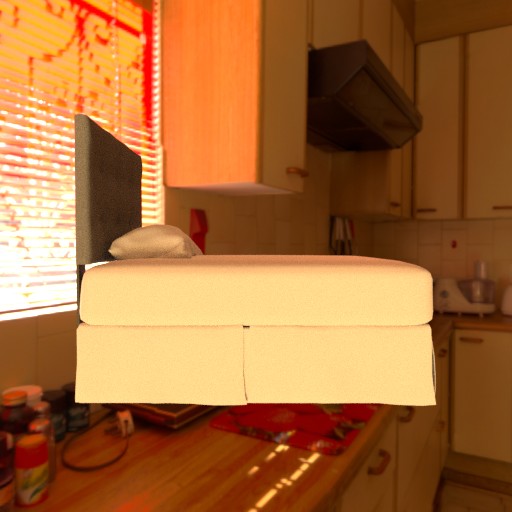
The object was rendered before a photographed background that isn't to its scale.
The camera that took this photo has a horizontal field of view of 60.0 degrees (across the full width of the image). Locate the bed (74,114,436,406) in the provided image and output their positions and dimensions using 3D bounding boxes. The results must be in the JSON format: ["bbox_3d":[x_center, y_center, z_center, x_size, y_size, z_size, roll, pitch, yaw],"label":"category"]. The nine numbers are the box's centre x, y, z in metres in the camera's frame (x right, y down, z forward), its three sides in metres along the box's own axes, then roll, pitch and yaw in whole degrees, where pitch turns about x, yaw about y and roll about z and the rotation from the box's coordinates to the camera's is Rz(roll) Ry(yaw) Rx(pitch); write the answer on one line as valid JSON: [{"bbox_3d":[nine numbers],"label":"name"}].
[{"bbox_3d":[0.000,0.000,2.961,1.997,1.571,1.261,0,2,0],"label":"bed"}]
